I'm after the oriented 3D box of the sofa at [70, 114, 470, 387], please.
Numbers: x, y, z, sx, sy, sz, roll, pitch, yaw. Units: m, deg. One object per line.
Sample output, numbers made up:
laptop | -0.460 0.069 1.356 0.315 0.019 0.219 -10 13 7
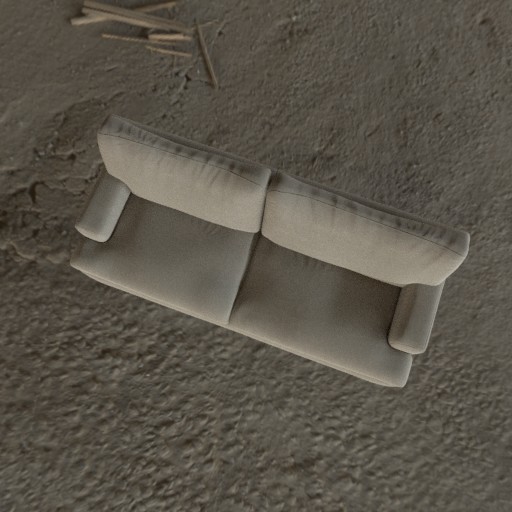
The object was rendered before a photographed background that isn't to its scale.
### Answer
sofa | 0.000 0.000 2.874 2.354 0.980 0.962 19 76 5
